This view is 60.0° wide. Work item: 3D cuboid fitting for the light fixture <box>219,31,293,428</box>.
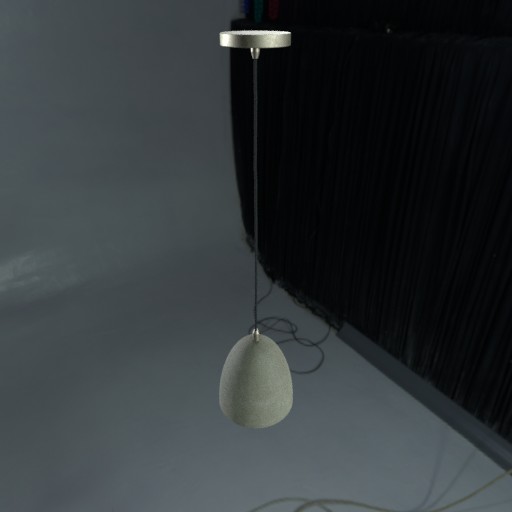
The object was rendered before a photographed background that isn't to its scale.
[{"bbox_3d":[0.000,0.000,0.843,0.170,0.759,0.170,-20,35,-31],"label":"light fixture"}]
